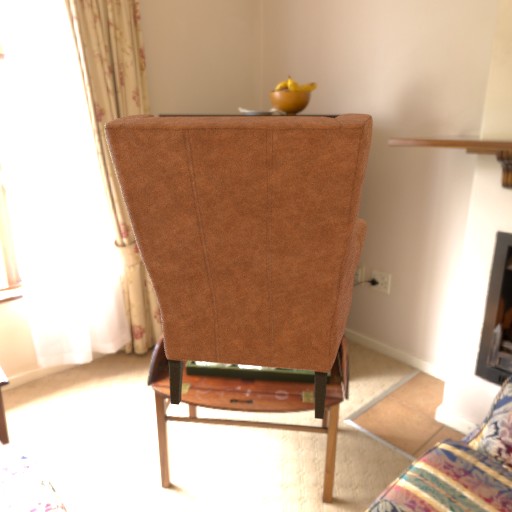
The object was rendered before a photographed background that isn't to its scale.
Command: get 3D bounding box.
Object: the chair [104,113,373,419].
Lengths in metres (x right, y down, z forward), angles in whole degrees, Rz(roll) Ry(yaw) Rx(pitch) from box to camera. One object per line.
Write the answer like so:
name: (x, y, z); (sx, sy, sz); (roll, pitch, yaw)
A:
chair: (0.000, 0.000, 1.679); (0.853, 1.016, 0.926); (3, 17, 9)
